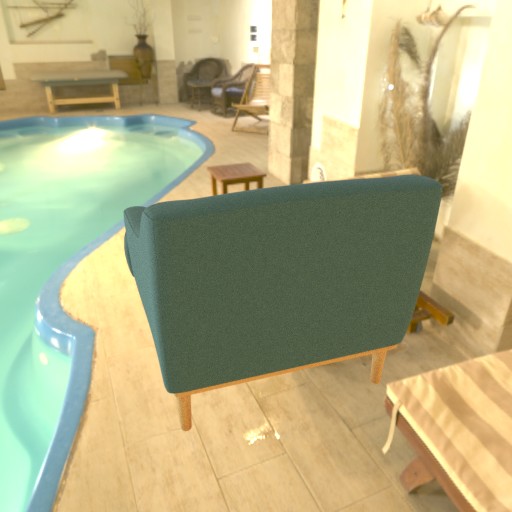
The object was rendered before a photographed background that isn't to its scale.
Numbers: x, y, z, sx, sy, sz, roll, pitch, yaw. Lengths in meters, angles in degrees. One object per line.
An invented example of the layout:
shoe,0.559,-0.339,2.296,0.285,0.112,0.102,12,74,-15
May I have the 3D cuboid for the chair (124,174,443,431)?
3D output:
chair,0.000,0.000,1.676,0.946,0.818,0.951,-8,28,-16
